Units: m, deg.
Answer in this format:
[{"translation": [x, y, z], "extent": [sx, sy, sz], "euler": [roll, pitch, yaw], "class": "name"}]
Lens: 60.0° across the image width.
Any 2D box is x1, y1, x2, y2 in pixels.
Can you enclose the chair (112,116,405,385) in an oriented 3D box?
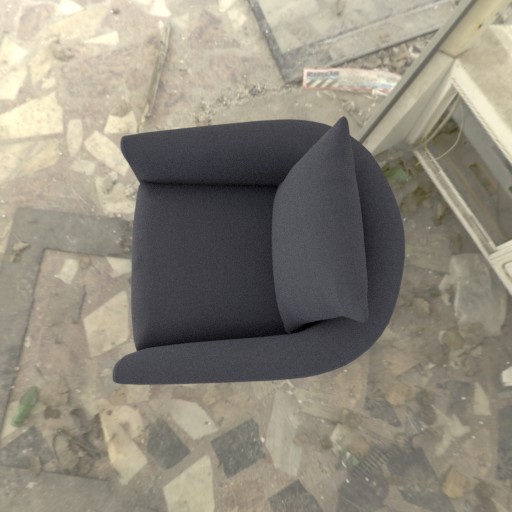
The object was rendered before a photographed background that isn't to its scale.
[{"translation": [0.000, 0.000, 1.578], "extent": [0.910, 0.848, 0.845], "euler": [-2, 77, -1], "class": "chair"}]
